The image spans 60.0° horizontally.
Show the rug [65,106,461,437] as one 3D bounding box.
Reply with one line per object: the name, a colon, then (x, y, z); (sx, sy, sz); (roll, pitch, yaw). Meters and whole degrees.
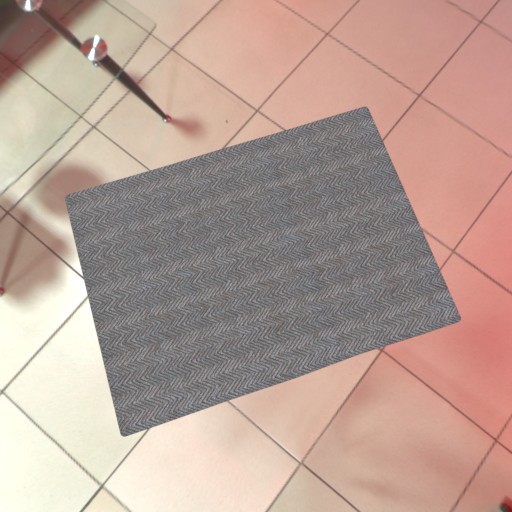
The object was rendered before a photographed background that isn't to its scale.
rug: (0.000, 0.000, 5.197); (3.957, 0.011, 2.894); (-18, 76, -4)
